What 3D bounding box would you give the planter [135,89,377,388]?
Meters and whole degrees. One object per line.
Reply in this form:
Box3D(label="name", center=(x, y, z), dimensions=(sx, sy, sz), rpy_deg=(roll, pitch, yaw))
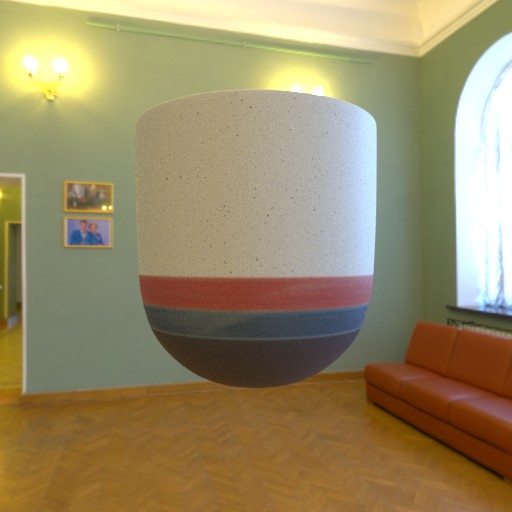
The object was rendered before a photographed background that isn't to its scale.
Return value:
Box3D(label="planter", center=(0.000, 0.000, 0.387), dimensions=(0.204, 0.214, 0.204), rpy_deg=(0, -1, 0))
